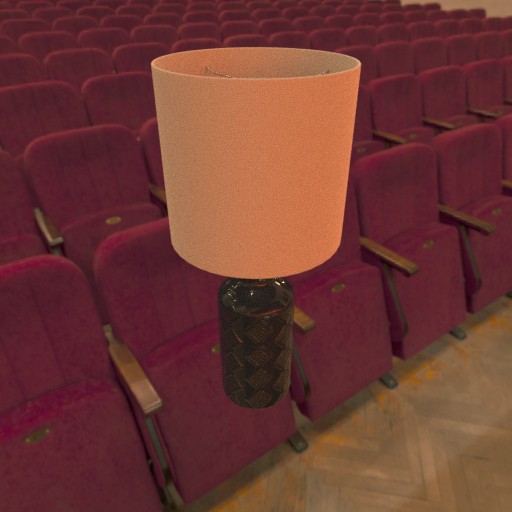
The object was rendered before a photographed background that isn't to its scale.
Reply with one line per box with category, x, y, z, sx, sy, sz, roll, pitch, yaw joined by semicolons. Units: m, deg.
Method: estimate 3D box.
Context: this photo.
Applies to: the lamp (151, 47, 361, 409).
lamp;0.000;0.000;0.565;0.207;0.461;0.207;-20;37;-29
